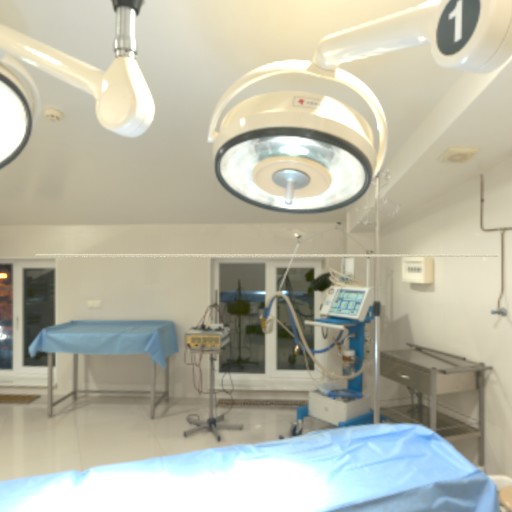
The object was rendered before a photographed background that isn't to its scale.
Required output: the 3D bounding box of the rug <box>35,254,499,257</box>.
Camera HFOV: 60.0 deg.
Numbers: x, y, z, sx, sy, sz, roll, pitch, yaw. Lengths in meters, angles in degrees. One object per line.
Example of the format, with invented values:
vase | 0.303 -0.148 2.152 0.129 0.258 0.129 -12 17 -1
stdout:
rug | 0.000 0.000 2.228 1.827 0.008 1.225 0 0 -18
